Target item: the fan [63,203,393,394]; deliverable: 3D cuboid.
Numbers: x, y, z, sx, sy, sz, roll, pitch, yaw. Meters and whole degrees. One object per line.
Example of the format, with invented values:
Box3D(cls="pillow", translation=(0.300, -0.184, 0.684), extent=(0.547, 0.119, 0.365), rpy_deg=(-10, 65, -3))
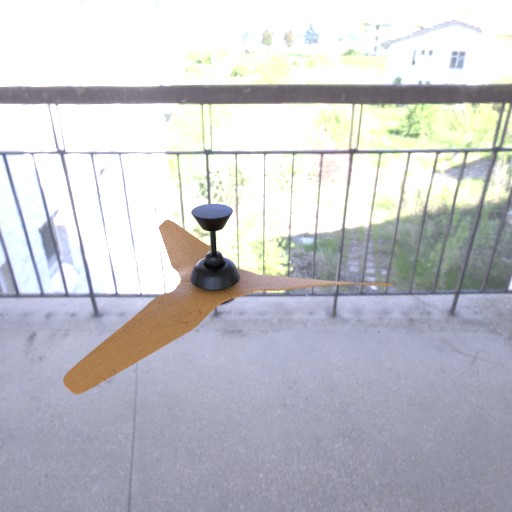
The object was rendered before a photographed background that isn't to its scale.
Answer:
Box3D(cls="fan", translation=(0.000, 0.000, 1.618), extent=(1.010, 0.355, 1.142), rpy_deg=(0, 27, 1))
